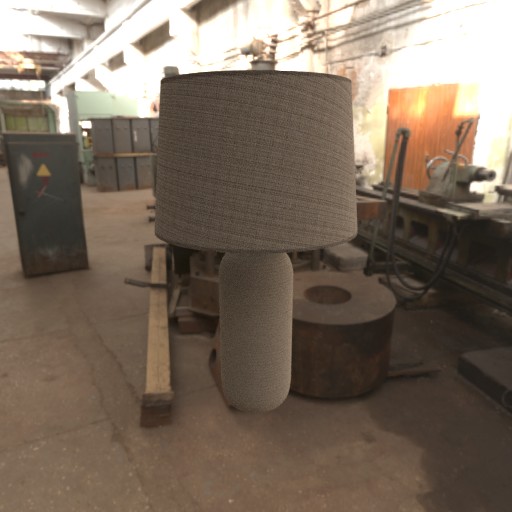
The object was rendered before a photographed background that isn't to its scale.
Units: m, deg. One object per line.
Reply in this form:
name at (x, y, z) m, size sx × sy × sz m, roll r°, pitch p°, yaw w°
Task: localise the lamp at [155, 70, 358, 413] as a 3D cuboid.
lamp at (0.000, 0.000, 0.834) m, size 0.367 × 0.609 × 0.367 m, roll 0°, pitch 15°, yaw 0°
